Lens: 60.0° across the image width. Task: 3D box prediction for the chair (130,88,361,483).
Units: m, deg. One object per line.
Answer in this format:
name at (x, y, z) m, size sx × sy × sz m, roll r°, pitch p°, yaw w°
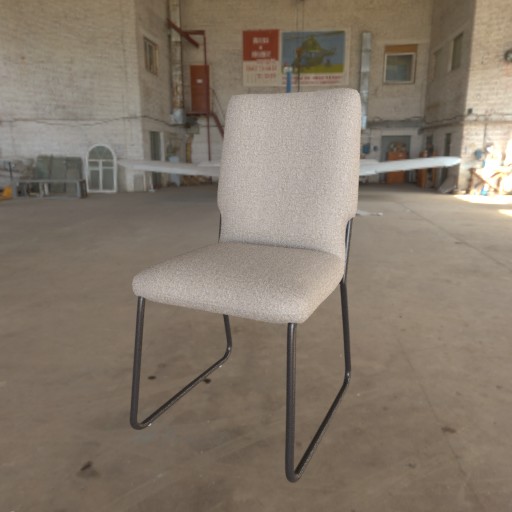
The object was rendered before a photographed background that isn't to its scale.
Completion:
chair at (0.000, 0.000, 1.162) m, size 0.448 × 0.864 × 0.560 m, roll 6°, pitch 15°, yaw 25°
